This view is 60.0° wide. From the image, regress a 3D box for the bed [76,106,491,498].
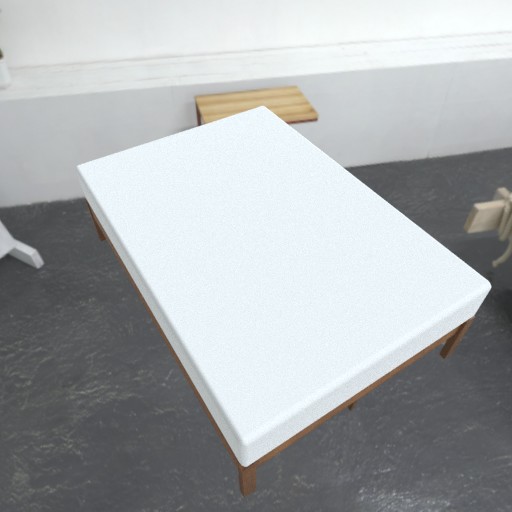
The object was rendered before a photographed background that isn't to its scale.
[{"bbox_3d":[0.000,0.000,2.533,1.348,0.616,1.927,-25,52,-21],"label":"bed"}]
